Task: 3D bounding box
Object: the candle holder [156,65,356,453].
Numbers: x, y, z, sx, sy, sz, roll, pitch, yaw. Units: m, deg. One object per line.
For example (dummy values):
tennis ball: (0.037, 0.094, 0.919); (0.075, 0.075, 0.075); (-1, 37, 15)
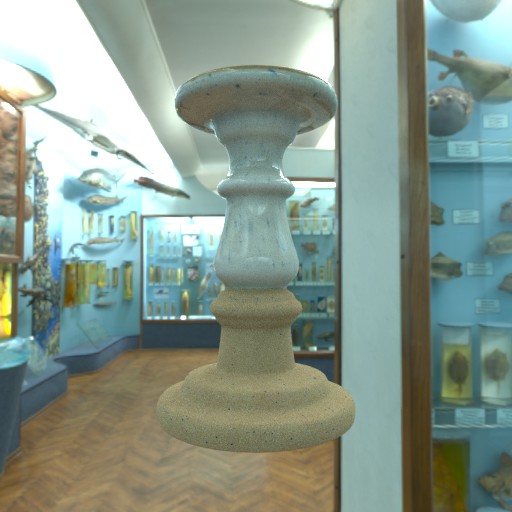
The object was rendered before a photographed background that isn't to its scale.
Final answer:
candle holder: (0.000, 0.000, 0.283); (0.123, 0.202, 0.123); (0, -2, 0)
